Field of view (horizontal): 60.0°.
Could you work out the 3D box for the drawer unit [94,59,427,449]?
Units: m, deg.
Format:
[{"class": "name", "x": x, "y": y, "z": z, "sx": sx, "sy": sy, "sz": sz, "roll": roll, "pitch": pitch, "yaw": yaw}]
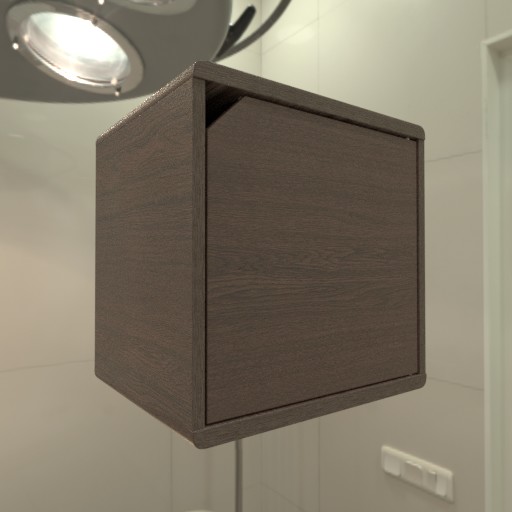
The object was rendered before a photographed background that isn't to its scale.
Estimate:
[{"class": "drawer unit", "x": 0.000, "y": 0.000, "z": 0.601, "sx": 0.344, "sy": 0.344, "sz": 0.290, "roll": 1, "pitch": -1, "yaw": -36}]
